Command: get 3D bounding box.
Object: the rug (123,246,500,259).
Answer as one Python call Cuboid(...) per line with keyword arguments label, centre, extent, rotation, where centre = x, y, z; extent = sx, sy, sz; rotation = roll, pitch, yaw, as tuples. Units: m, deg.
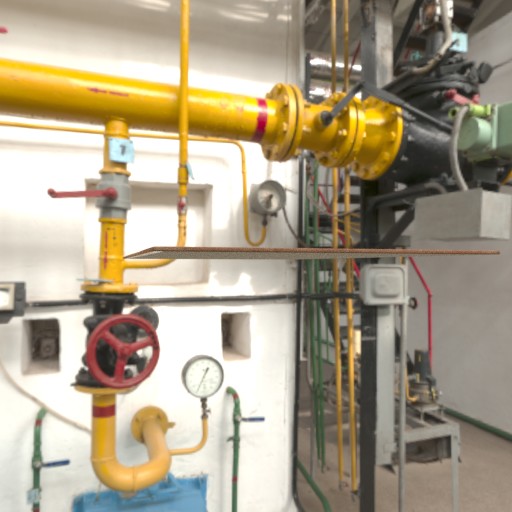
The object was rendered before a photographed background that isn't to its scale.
Cuboid(label="rug", centre=(0.000, 0.000, 2.249), extent=(1.219, 0.014, 1.829), rotation=(0, -1, -19))
